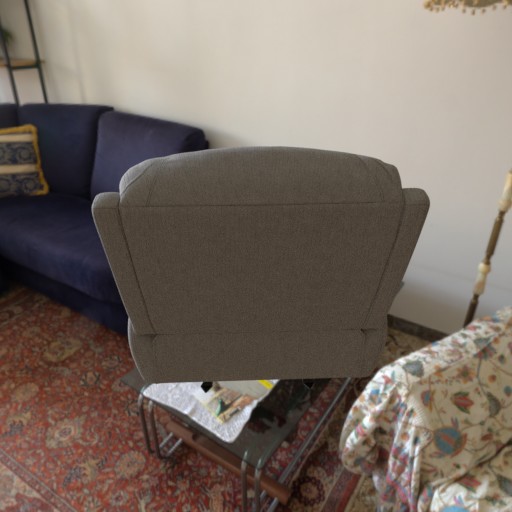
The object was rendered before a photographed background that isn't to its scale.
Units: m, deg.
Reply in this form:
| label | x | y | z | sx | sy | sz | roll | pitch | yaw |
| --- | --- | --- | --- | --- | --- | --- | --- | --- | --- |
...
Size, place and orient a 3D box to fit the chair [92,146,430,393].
| label | x | y | z | sx | sy | sz | roll | pitch | yaw |
| --- | --- | --- | --- | --- | --- | --- | --- | --- | --- |
| chair | 0.000 | 0.000 | 1.691 | 0.930 | 1.011 | 0.899 | -1 | 29 | -2 |
